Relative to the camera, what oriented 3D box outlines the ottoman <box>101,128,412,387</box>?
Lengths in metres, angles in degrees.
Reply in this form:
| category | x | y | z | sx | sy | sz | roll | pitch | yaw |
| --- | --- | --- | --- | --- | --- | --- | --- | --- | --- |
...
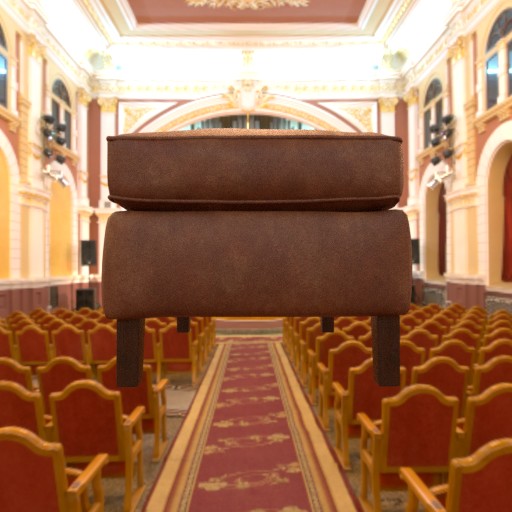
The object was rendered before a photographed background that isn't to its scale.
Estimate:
| category | x | y | z | sx | sy | sz | roll | pitch | yaw |
| --- | --- | --- | --- | --- | --- | --- | --- | --- | --- |
| ottoman | 0.000 | 0.000 | 0.977 | 0.501 | 0.418 | 0.665 | 0 | -1 | 0 |
